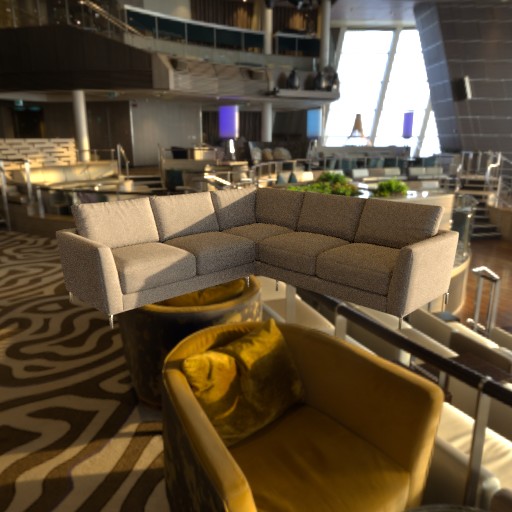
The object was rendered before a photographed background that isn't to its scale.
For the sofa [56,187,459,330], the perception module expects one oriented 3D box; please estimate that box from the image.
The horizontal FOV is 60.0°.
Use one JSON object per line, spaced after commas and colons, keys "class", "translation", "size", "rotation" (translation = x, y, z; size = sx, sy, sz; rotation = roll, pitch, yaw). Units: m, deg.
{"class": "sofa", "translation": [0.000, 0.000, 3.742], "size": [2.438, 0.864, 2.438], "rotation": [-14, 20, -42]}
